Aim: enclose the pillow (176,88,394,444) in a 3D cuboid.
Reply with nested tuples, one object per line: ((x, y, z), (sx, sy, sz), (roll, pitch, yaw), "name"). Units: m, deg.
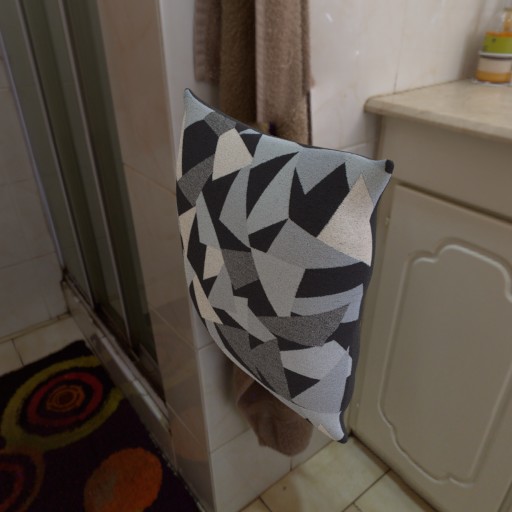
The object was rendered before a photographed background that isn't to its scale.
((0.000, 0.000, 0.785), (0.208, 0.496, 0.503), (-20, 36, -30), "pillow")
